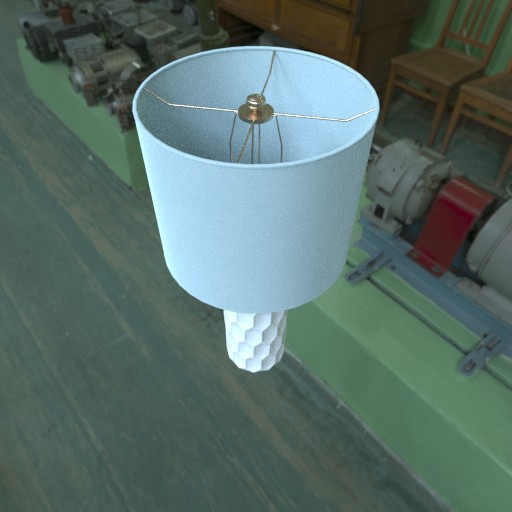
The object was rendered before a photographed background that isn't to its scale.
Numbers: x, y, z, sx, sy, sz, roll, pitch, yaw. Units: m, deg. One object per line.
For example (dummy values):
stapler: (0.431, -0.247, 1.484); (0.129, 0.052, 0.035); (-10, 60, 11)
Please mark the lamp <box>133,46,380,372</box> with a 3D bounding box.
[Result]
lamp: (0.000, 0.000, 0.699); (0.277, 0.534, 0.277); (-32, 55, -27)
